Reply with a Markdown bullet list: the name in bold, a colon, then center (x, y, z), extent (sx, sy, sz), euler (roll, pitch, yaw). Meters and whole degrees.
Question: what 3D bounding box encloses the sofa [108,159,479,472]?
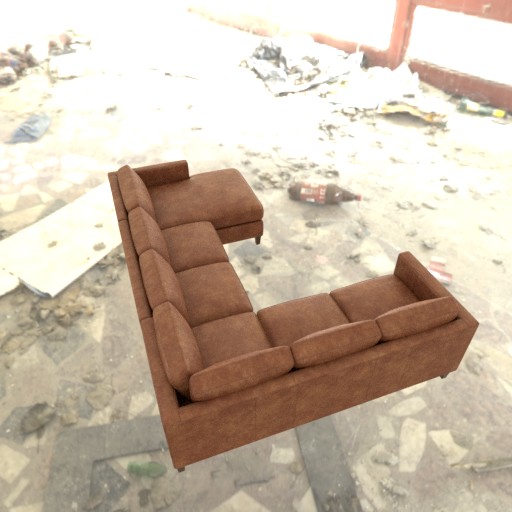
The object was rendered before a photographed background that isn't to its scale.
- **sofa**: center (0.000, 0.000, 4.443), extent (2.452, 0.888, 3.324), euler (-13, 42, -15)
